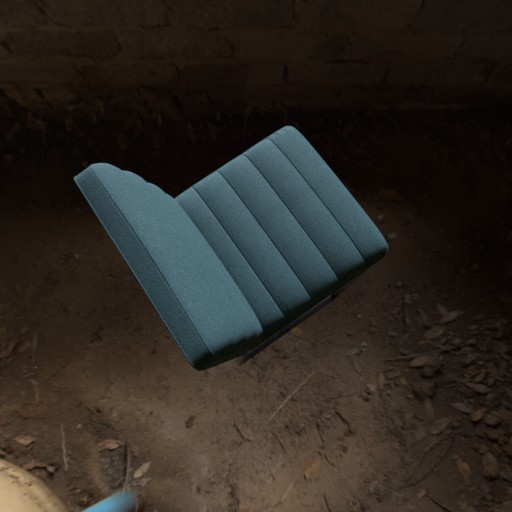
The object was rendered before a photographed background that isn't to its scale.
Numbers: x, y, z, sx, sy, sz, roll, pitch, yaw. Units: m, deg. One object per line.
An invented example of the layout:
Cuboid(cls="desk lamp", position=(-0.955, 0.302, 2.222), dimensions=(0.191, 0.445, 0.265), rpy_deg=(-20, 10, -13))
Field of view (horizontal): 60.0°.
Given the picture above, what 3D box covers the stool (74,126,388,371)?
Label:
Cuboid(cls="stool", position=(0.000, 0.000, 1.332), dimensions=(0.560, 1.040, 0.460), rpy_deg=(-34, 77, -9))
